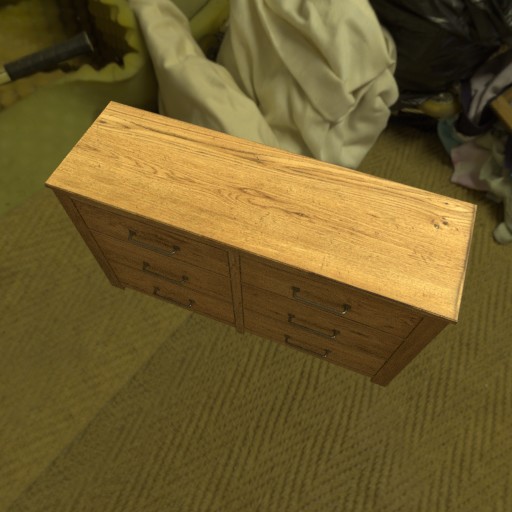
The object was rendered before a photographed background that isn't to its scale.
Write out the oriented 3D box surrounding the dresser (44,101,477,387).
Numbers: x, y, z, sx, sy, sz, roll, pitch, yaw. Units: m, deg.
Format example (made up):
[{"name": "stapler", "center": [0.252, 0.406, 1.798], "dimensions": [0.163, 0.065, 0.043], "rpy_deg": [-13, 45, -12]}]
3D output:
[{"name": "dresser", "center": [0.000, 0.000, 2.166], "dimensions": [1.657, 0.932, 0.563], "rpy_deg": [19, 61, 11]}]
